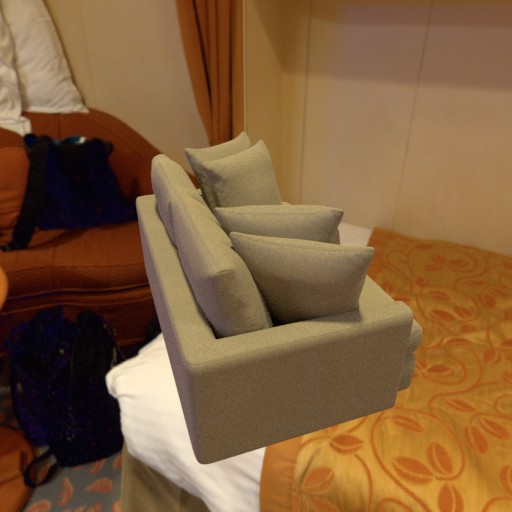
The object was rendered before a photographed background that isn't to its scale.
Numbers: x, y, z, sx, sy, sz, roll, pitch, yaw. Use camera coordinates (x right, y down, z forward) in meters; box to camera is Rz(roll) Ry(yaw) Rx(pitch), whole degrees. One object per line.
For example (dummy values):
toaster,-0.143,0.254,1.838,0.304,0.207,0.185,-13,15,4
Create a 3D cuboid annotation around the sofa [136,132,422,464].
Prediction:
sofa,0.000,0.000,2.702,1.228,1.080,1.869,-10,31,-17
